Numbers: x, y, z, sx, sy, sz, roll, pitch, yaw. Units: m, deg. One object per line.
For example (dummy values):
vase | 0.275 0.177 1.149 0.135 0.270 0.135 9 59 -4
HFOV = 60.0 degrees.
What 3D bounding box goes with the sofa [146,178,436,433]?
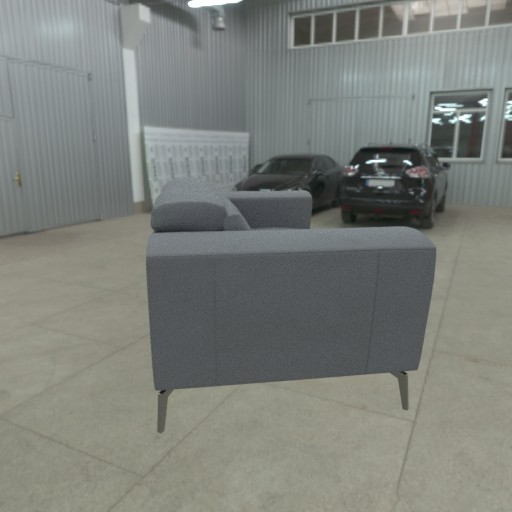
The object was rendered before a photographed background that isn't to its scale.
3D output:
sofa | 0.000 0.000 2.389 1.003 0.779 1.895 -2 14 -8
